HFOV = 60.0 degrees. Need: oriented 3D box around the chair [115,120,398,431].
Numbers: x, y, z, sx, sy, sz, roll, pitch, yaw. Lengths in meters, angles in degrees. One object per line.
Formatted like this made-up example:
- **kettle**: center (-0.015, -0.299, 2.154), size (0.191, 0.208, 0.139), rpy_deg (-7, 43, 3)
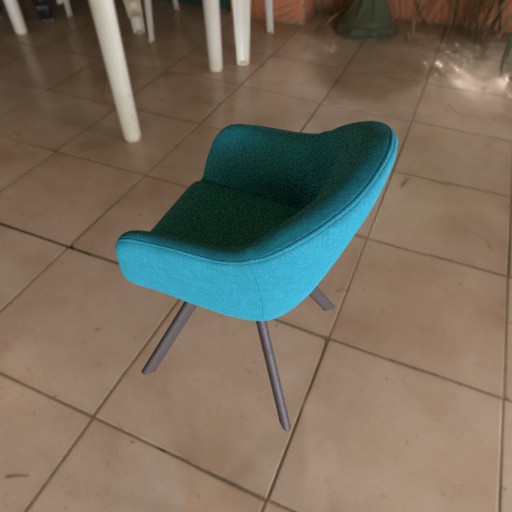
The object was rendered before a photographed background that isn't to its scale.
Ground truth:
- **chair**: center (0.000, 0.000, 1.167), size (0.565, 0.775, 0.545), rpy_deg (16, 47, 16)
